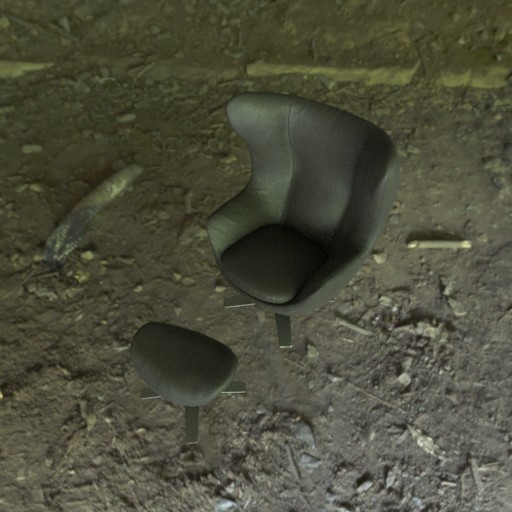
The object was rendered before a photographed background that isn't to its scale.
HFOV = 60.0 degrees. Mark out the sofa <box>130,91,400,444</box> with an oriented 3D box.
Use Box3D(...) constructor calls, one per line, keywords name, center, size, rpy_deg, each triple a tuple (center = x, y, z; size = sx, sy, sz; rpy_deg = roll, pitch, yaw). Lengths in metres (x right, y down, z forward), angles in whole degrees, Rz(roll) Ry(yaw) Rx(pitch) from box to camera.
Box3D(name="sofa", center=(0.000, 0.000, 2.141), size=(0.894, 1.135, 1.444), rpy_deg=(32, 54, 27))
